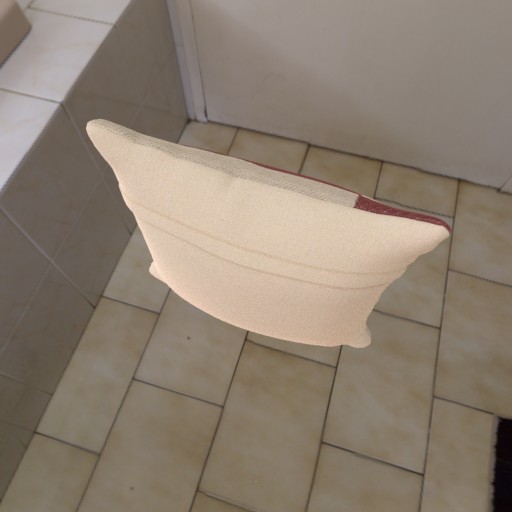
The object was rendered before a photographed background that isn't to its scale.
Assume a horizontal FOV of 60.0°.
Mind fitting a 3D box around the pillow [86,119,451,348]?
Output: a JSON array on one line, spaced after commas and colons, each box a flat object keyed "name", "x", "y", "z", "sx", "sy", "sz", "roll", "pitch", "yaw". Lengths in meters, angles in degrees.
[{"name": "pillow", "x": 0.000, "y": 0.000, "z": 0.802, "sx": 0.536, "sy": 0.506, "sz": 0.229, "roll": 17, "pitch": 64, "yaw": 9}]
